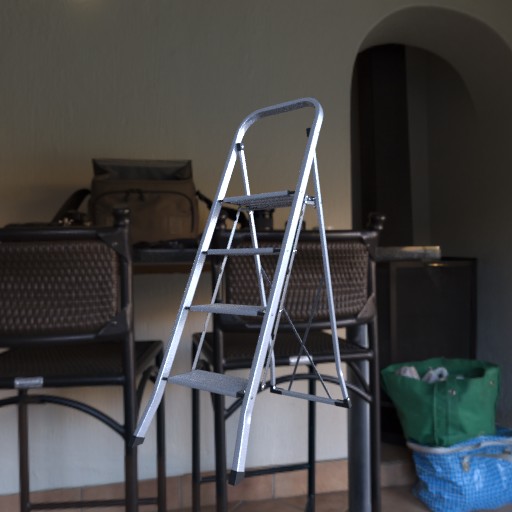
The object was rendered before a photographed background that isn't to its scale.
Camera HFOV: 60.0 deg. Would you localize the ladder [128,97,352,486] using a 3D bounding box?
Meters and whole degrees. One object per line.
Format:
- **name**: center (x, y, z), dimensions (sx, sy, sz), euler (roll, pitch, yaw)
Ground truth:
- **ladder**: center (0.000, 0.000, 1.705), dimensions (0.465, 1.290, 0.830), euler (-1, -2, 36)
